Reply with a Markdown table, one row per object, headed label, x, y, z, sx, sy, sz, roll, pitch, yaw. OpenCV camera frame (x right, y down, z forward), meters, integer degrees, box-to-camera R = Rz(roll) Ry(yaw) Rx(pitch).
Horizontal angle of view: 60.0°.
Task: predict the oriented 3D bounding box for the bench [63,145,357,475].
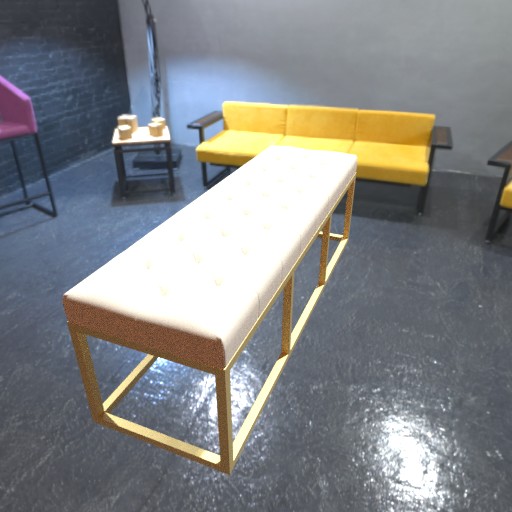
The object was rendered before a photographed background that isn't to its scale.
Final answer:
| label | x | y | z | sx | sy | sz | roll | pitch | yaw |
| --- | --- | --- | --- | --- | --- | --- | --- | --- | --- |
| bench | 0.000 | 0.000 | 1.734 | 0.457 | 0.484 | 1.473 | 12 | 32 | 20 |
